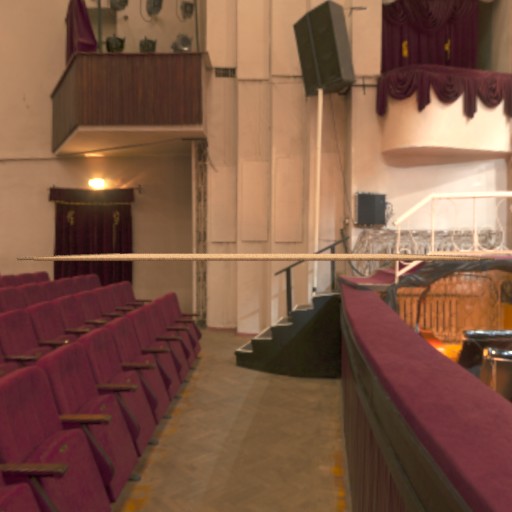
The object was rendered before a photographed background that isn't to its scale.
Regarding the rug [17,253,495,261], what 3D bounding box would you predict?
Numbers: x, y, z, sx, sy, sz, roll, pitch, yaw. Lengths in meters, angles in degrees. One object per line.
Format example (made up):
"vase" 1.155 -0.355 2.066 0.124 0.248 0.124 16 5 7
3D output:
"rug" 0.000 0.000 2.247 1.771 0.015 1.223 0 1 0
